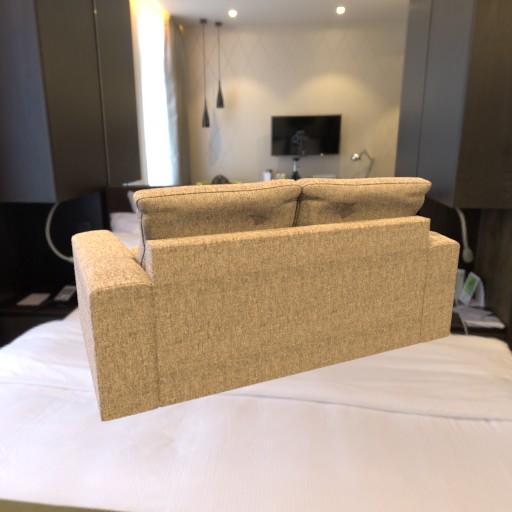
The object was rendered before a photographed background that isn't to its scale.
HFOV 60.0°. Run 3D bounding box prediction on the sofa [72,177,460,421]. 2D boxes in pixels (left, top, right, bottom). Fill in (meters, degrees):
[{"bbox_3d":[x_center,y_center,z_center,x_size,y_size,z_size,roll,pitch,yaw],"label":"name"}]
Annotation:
[{"bbox_3d":[0.000,0.000,2.360,1.758,0.877,1.094,-7,16,-24],"label":"sofa"}]
